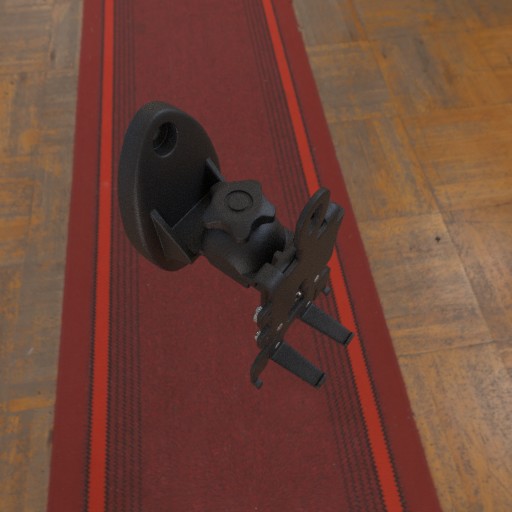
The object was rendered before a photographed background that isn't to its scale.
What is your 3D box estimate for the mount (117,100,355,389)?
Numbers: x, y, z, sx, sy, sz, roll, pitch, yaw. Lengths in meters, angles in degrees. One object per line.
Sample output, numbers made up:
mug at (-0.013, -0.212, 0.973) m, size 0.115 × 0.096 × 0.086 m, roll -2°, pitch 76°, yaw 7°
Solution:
mount at (0.000, 0.000, 0.188) m, size 0.100 × 0.118 × 0.066 m, roll 33°, pitch 65°, yaw 17°
